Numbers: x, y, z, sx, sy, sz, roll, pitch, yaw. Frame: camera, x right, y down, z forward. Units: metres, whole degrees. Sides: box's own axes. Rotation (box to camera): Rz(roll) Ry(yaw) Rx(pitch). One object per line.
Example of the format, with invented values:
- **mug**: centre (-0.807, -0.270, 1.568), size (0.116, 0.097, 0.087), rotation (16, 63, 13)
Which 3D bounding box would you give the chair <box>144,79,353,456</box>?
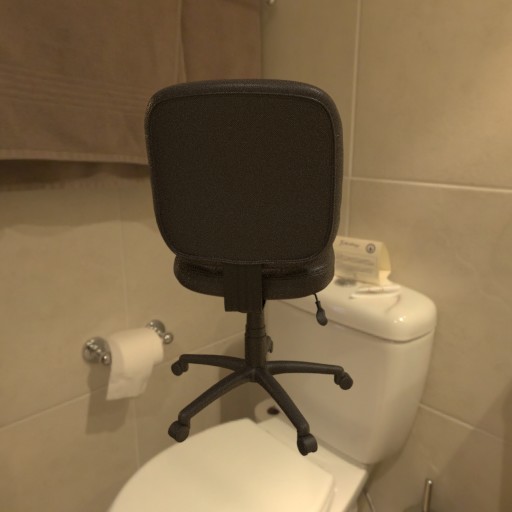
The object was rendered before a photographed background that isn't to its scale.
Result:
- **chair**: centre (0.000, 0.000, 1.366), size (0.647, 0.959, 0.646), rotation (2, 15, 9)
